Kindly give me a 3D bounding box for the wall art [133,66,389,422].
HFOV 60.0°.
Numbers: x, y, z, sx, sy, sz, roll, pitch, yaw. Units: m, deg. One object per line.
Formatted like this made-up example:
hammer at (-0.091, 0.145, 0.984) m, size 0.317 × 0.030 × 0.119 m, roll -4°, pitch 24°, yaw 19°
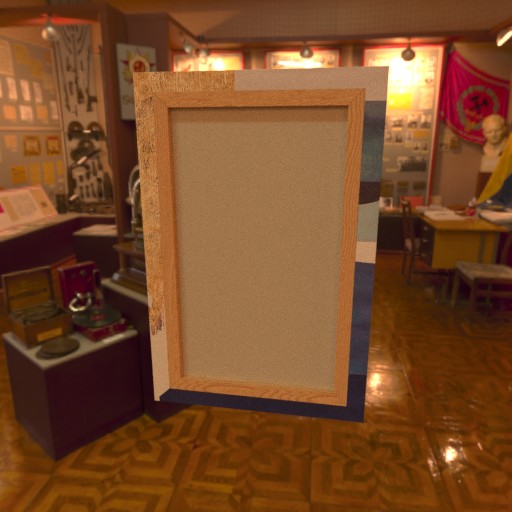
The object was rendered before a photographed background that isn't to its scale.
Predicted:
wall art at (0.000, 0.000, 1.170) m, size 0.607 × 0.911 × 0.039 m, roll 3°, pitch 15°, yaw 10°
